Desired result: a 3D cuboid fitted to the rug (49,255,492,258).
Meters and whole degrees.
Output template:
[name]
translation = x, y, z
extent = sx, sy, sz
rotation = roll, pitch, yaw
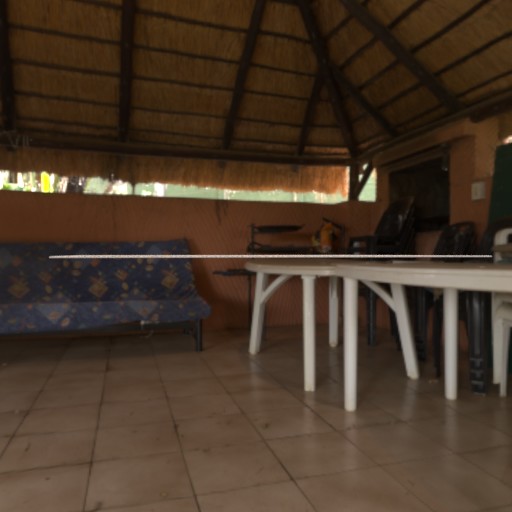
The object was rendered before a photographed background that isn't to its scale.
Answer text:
[rug]
translation = 0.000, 0.000, 2.869
extent = 2.238, 0.008, 1.593
rotation = 0, 0, -17
